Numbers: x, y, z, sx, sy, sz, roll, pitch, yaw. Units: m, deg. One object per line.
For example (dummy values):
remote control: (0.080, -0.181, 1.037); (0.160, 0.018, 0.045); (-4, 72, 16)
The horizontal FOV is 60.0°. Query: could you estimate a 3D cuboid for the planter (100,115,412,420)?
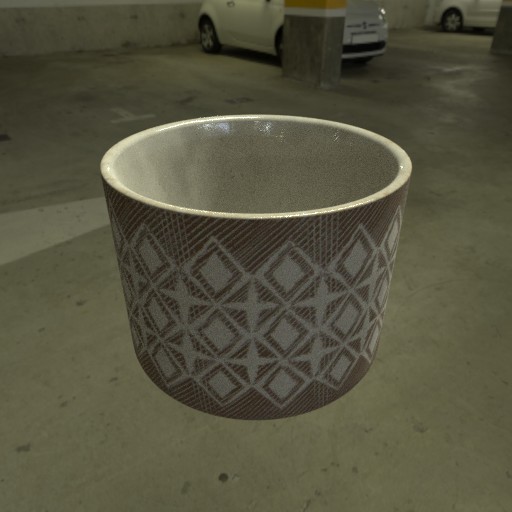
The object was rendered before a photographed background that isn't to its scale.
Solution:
planter: (0.000, 0.000, 0.214); (0.126, 0.104, 0.126); (0, 31, 0)
